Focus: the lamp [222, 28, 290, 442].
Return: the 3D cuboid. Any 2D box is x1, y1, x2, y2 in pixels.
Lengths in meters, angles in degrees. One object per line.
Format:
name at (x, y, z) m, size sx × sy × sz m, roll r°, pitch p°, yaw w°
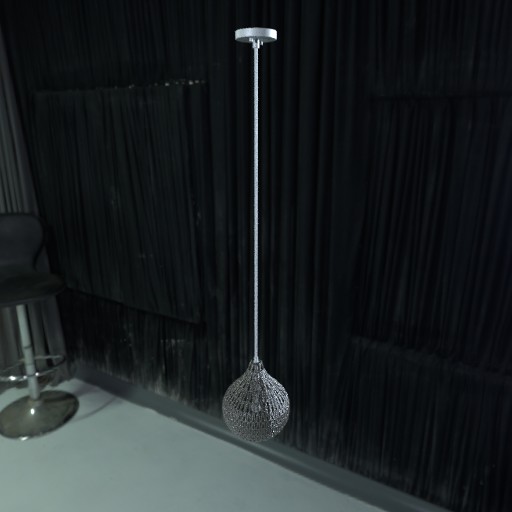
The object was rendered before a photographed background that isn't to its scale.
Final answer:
lamp at (0.000, 0.000, 2.097) m, size 0.355 × 1.919 × 0.355 m, roll 8°, pitch 19°, yaw 25°
